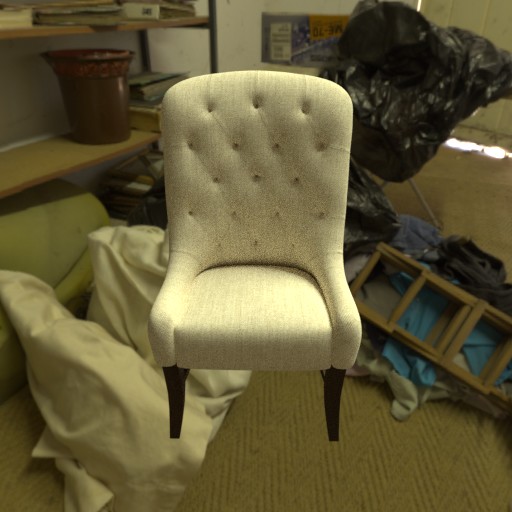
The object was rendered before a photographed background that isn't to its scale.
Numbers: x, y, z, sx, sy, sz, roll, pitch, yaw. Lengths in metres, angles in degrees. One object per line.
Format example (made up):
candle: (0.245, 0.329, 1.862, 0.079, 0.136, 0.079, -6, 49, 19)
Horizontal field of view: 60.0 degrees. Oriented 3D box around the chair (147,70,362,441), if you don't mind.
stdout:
chair: (0.000, 0.000, 1.499, 0.634, 1.091, 0.629, 1, 31, 1)
